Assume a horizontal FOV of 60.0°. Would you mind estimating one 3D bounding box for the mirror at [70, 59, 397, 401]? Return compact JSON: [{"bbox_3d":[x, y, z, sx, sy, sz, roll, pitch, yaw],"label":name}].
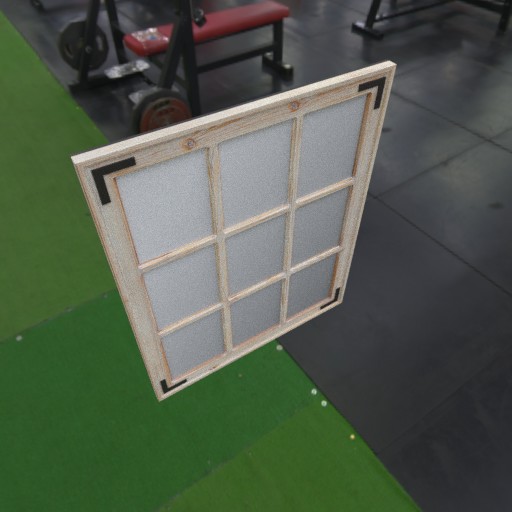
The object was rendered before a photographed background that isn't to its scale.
[{"bbox_3d":[0.000,0.000,1.200,0.730,0.882,0.032,-24,51,-21],"label":"mirror"}]
